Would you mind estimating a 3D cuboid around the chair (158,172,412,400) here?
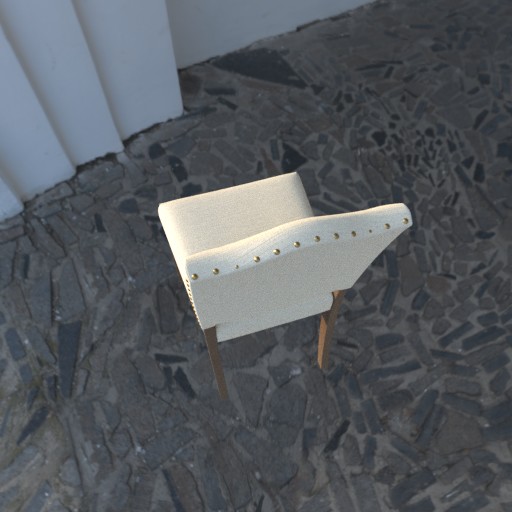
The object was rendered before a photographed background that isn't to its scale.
[{"bbox_3d":[0.000,0.000,1.343,0.508,1.015,0.619,-15,59,-9],"label":"chair"}]
